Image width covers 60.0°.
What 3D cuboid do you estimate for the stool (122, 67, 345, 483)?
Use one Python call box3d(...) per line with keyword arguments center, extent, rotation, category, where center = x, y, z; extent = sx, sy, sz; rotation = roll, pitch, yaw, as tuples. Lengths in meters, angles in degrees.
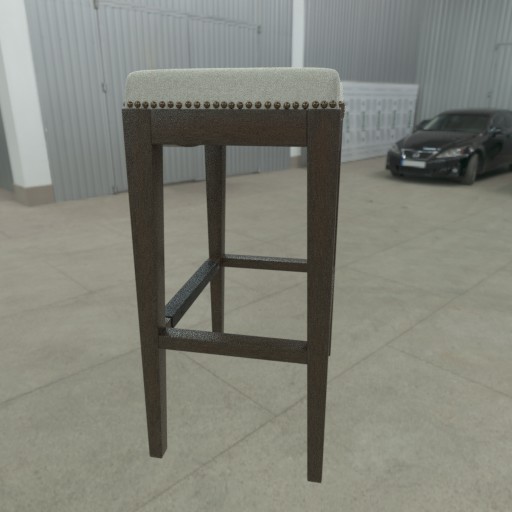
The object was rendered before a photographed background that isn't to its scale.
box3d(center=(0.000, 0.000, 1.005), extent=(0.358, 0.759, 0.498), rotation=(4, 19, 10), category="stool")
